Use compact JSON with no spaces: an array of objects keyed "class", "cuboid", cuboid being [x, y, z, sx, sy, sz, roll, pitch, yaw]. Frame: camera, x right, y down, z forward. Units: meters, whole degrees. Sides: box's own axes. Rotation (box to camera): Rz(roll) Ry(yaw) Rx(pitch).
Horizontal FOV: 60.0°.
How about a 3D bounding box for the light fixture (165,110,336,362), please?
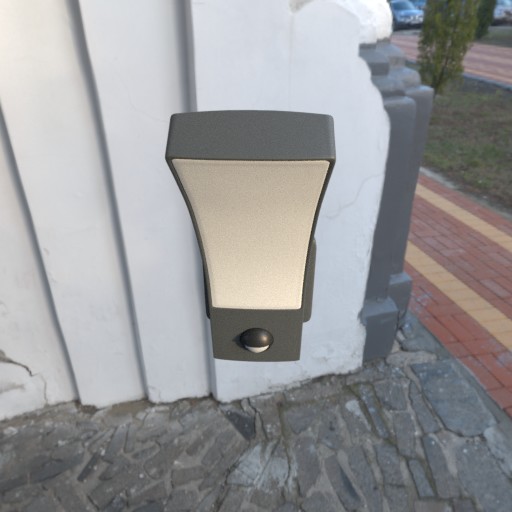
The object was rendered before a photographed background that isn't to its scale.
[{"class":"light fixture","cuboid":[0.000,0.000,0.336,0.108,0.243,0.174,1,30,2]}]
